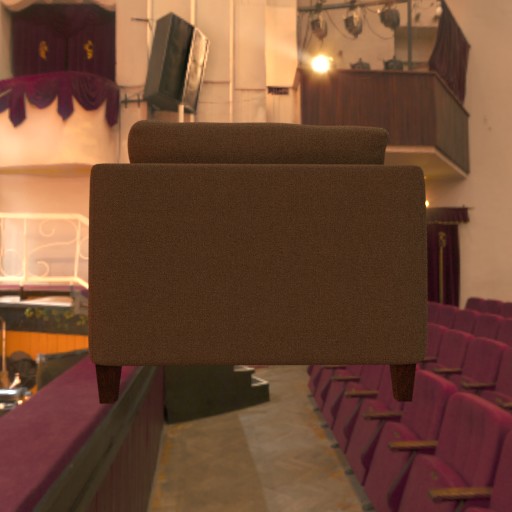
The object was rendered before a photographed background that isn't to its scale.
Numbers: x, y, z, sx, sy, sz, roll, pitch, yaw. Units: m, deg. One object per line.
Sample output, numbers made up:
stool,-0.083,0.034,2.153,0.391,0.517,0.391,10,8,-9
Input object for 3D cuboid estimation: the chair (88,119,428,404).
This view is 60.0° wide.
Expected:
chair,0.000,0.000,1.869,1.107,0.963,0.959,0,-2,-1
